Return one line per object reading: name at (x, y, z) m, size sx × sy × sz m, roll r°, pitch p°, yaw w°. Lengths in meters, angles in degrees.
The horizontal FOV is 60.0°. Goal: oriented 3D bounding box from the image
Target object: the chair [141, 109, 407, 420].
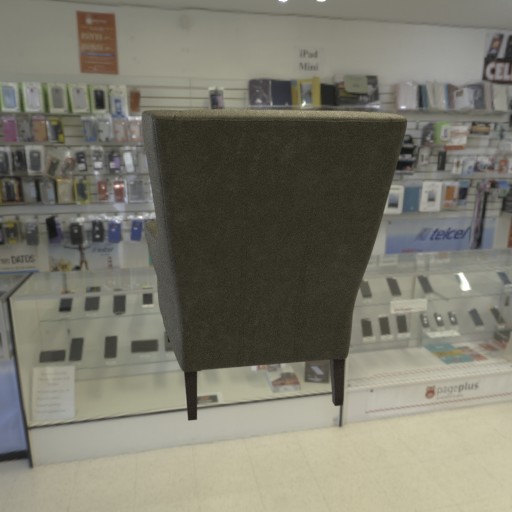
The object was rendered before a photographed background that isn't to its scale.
chair at (0.000, 0.000, 1.676) m, size 0.853 × 1.016 × 0.926 m, roll -2°, pitch 14°, yaw -9°
